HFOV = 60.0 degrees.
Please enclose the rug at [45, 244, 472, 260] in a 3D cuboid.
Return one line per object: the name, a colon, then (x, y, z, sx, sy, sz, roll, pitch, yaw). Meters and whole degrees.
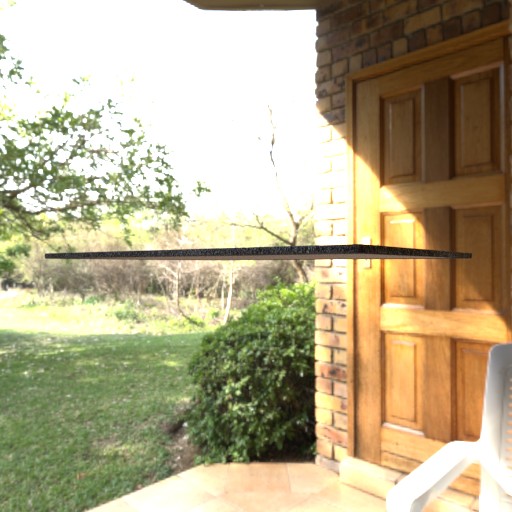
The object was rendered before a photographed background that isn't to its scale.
rug: (0.000, 0.000, 2.066, 1.601, 0.025, 1.198, -1, -1, 38)
